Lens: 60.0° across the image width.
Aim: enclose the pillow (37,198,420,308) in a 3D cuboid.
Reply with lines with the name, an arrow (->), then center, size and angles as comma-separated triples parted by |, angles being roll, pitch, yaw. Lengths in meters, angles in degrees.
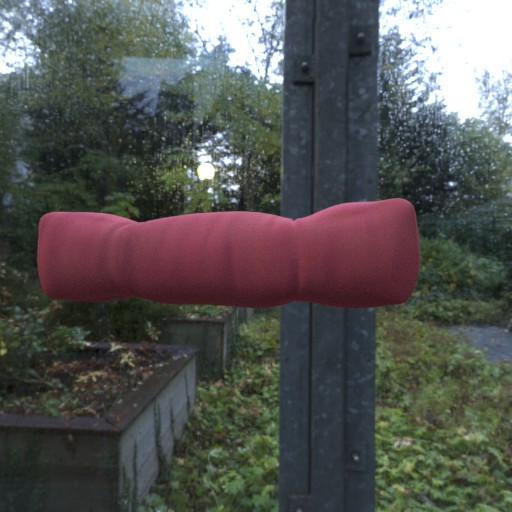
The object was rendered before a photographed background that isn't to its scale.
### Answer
pillow -> 0.000, 0.000, 0.731 | 0.490, 0.128, 0.468 | 0, 0, 18
